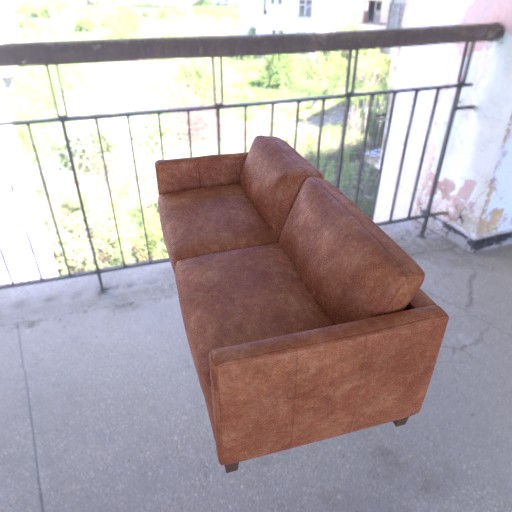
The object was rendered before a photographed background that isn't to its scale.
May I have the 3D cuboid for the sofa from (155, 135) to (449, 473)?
[{"bbox_3d":[0.000,0.000,2.423,0.923,0.863,1.971,-9,33,-14],"label":"sofa"}]
